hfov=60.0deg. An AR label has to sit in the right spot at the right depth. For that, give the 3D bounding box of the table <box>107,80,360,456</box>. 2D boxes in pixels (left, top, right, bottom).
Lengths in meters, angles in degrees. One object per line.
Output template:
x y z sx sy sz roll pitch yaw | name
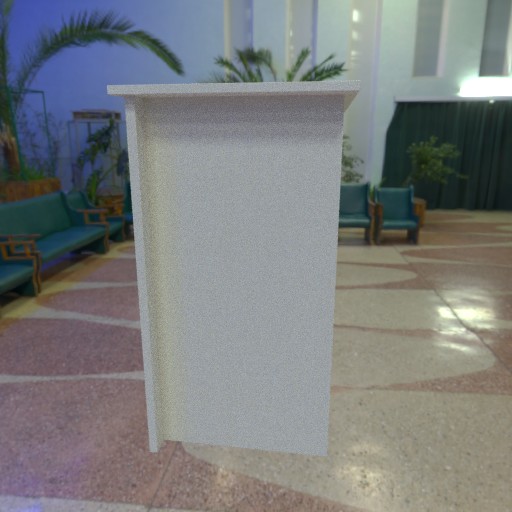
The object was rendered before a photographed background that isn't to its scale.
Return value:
0.000 0.000 1.063 0.406 0.711 0.589 2 15 8 | table
